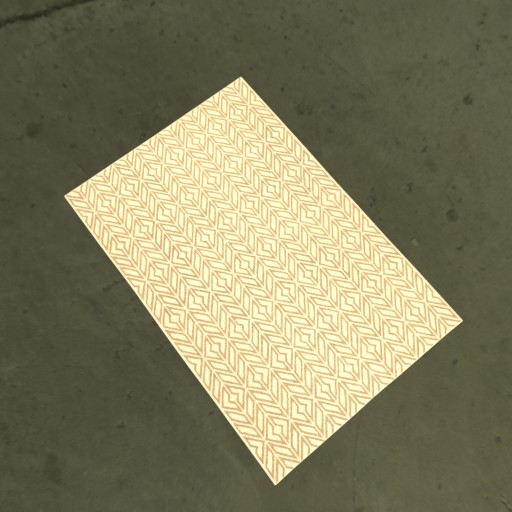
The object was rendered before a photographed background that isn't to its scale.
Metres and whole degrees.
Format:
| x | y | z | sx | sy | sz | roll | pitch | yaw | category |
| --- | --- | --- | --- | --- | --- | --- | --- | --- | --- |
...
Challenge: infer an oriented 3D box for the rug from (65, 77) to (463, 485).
| x | y | z | sx | sy | sz | roll | pitch | yaw | category |
| --- | --- | --- | --- | --- | --- | --- | --- | --- | --- |
| 0.000 | 0.000 | 2.328 | 1.220 | 0.007 | 1.828 | -37 | 78 | -9 | rug |
